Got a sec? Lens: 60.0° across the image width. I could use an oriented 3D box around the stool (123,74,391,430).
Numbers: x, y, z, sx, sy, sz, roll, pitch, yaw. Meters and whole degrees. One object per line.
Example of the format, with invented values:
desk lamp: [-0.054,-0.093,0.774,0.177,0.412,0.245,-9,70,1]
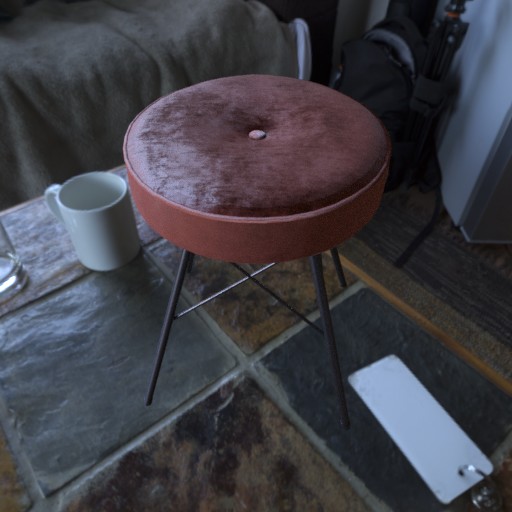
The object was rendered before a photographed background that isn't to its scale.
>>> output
stool: [0.000,0.000,0.891,0.457,0.593,0.421,5,47,5]
